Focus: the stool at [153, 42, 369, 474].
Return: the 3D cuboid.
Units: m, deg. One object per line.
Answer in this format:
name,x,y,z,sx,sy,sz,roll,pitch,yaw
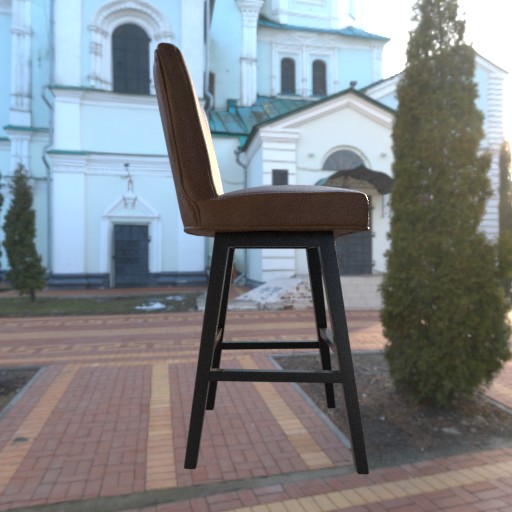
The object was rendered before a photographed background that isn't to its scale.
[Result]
stool,0.000,0.000,1.368,0.585,1.094,0.522,0,0,0
